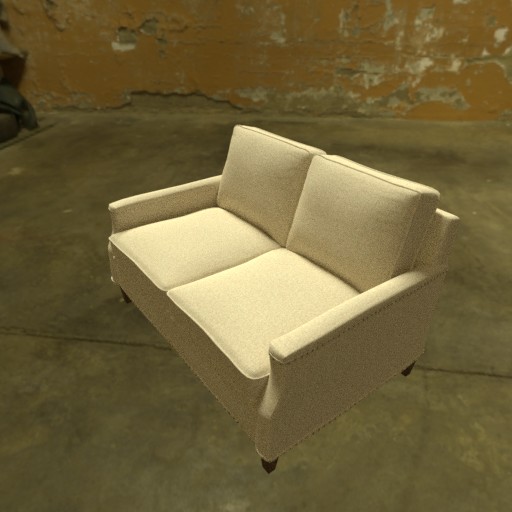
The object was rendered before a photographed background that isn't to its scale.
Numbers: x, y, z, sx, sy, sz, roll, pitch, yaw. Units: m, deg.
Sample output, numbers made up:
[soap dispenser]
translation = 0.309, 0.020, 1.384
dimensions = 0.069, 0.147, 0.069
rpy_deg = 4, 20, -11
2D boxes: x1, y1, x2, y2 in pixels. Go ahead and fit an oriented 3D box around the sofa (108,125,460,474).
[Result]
[sofa]
translation = 0.000, 0.000, 2.306
dimensions = 1.084, 1.003, 1.597
rpy_deg = -21, 36, -31
